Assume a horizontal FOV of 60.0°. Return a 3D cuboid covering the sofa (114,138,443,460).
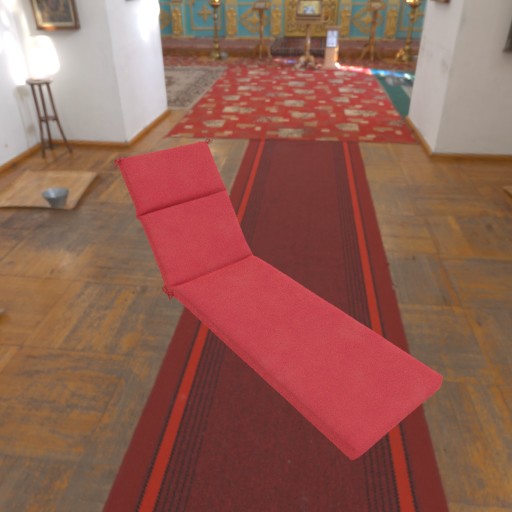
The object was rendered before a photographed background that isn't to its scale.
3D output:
[{"bbox_3d":[0.000,0.000,1.974,0.582,0.622,1.663,-22,37,-32],"label":"sofa"}]
